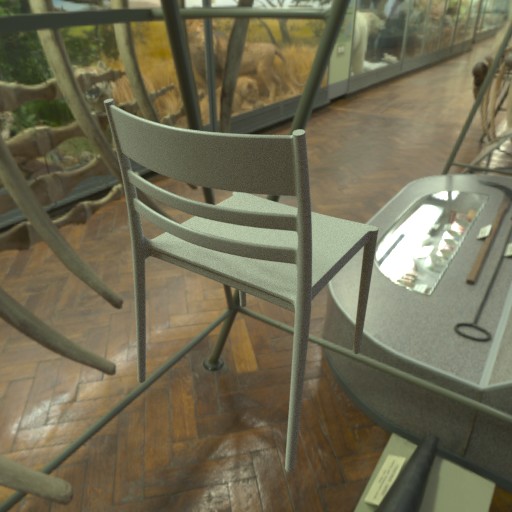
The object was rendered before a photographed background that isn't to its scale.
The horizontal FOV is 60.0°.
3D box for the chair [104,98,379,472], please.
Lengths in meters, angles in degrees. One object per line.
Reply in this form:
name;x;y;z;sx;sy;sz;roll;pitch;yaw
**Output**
chair;0.000;0.000;1.155;0.531;0.800;0.511;19;35;29
